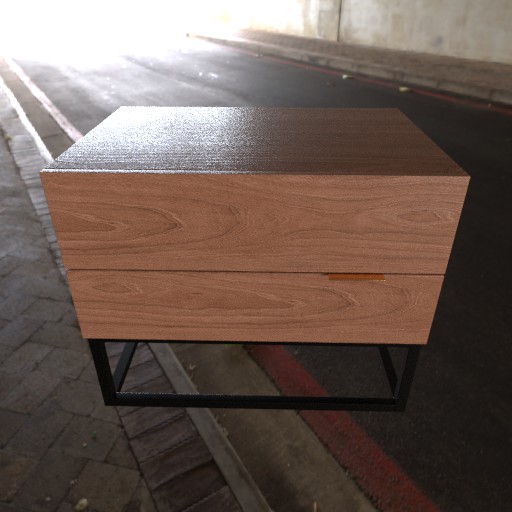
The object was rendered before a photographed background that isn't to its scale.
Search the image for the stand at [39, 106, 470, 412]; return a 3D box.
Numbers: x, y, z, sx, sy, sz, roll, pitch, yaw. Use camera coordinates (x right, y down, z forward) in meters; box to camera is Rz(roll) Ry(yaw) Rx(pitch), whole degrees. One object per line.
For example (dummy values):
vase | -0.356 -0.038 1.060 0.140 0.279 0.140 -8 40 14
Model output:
stand | 0.000 0.000 0.911 0.600 0.500 0.420 1 31 1
